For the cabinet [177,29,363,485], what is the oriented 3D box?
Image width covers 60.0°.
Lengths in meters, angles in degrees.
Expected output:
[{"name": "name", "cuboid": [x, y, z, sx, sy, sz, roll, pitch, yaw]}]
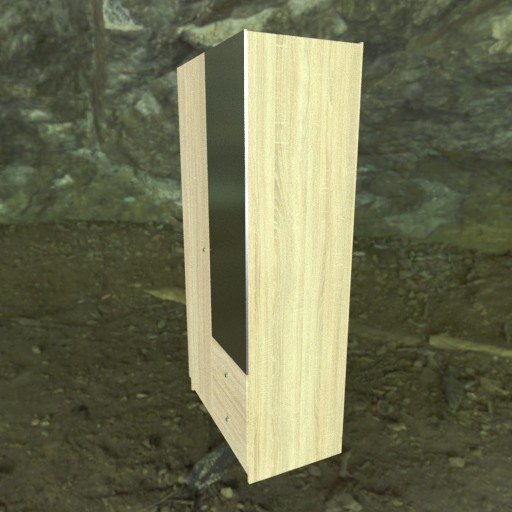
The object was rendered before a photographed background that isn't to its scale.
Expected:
[{"name": "cabinet", "cuboid": [0.000, 0.000, 2.546, 0.590, 2.121, 1.001, -6, 15, -24]}]
